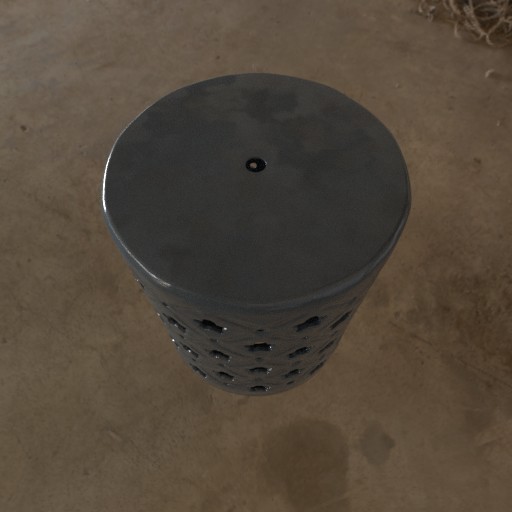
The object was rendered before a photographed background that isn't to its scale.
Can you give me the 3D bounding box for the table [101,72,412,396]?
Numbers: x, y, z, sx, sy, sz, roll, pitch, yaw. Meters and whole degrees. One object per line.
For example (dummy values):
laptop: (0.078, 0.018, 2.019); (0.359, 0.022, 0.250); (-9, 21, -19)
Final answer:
table: (0.000, 0.000, 0.661); (0.352, 0.387, 0.352); (0, 58, 0)
